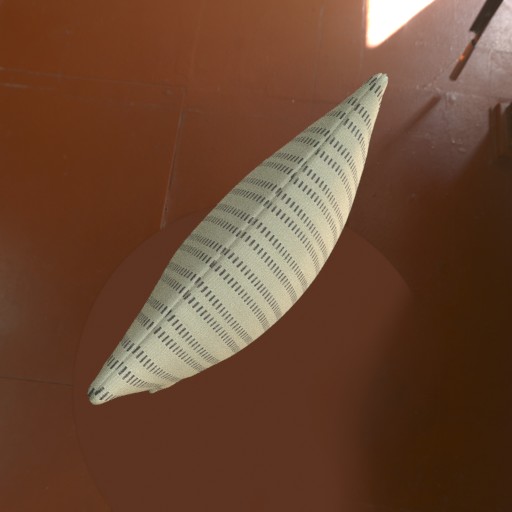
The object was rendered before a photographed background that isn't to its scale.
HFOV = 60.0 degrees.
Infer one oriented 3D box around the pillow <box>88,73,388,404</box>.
[{"bbox_3d":[0.000,0.000,0.783,0.210,0.353,0.640,40,79,9],"label":"pillow"}]
